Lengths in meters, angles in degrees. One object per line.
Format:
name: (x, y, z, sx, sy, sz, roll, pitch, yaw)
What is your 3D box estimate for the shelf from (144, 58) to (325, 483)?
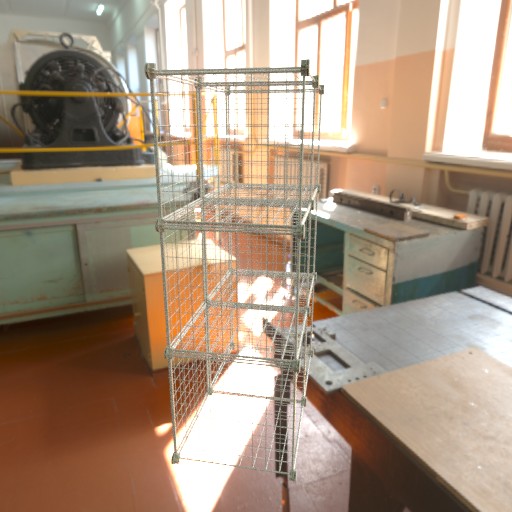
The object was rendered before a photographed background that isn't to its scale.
shelf: (0.000, 0.000, 1.412, 0.356, 1.067, 0.711, 3, 17, 10)
